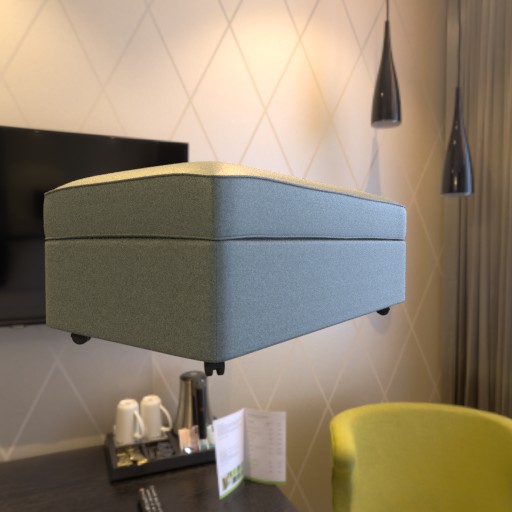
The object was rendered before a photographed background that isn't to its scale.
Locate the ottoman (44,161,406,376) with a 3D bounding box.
[{"bbox_3d":[0.000,0.000,1.536,0.681,0.494,1.173,1,2,37],"label":"ottoman"}]
